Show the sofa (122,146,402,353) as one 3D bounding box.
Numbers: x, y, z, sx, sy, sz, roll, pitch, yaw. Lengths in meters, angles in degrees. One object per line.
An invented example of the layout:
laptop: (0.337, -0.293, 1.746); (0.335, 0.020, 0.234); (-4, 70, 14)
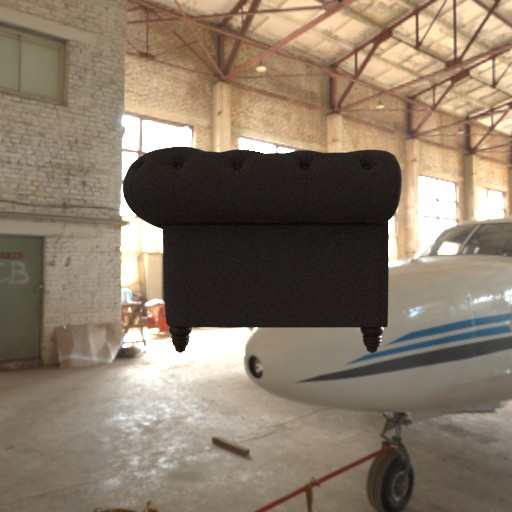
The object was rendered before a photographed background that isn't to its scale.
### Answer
sofa: (0.000, 0.000, 2.439); (0.986, 0.764, 1.998); (0, -2, 0)
